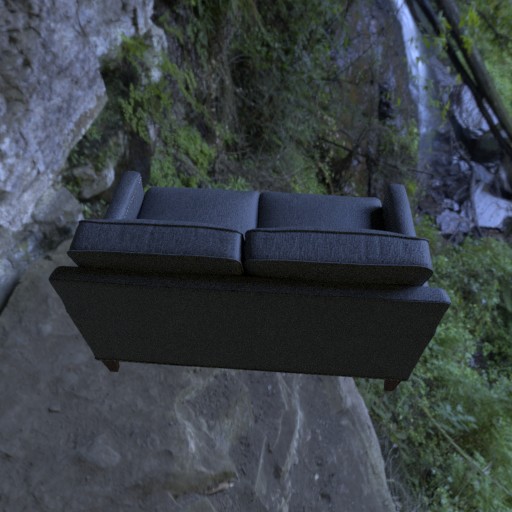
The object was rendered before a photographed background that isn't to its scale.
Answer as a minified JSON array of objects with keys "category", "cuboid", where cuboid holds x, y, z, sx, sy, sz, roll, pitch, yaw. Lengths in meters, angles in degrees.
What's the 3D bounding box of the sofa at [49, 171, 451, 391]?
[{"category":"sofa","cuboid":[0.000,0.000,2.253,1.597,1.003,1.084,3,46,3]}]
